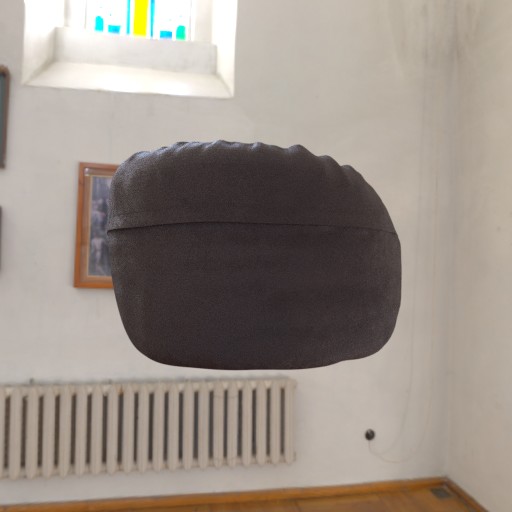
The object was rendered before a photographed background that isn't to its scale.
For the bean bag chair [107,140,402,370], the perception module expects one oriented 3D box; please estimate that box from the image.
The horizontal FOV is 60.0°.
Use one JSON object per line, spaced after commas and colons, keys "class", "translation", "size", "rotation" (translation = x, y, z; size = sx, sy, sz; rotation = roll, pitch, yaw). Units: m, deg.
{"class": "bean bag chair", "translation": [0.000, 0.000, 2.007], "size": [1.245, 0.821, 1.245], "rotation": [0, -1, 0]}
